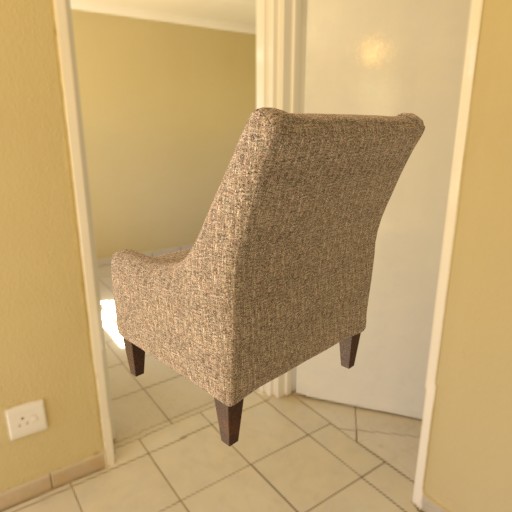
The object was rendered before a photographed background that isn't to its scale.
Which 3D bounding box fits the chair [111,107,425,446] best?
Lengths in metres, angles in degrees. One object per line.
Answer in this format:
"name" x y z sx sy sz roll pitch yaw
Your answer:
"chair" 0.000 0.000 1.653 0.774 1.014 0.870 -16 22 -42
